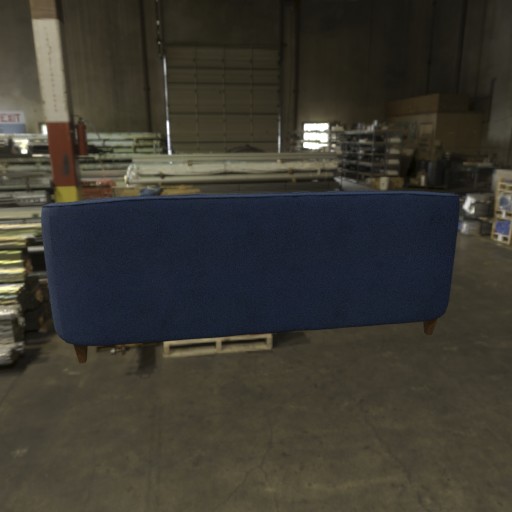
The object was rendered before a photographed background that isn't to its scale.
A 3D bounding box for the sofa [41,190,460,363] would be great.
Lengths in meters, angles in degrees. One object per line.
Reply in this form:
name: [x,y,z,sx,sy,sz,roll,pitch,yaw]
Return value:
sofa: [0.000,0.000,2.679,2.278,0.855,0.941,-3,15,-10]
